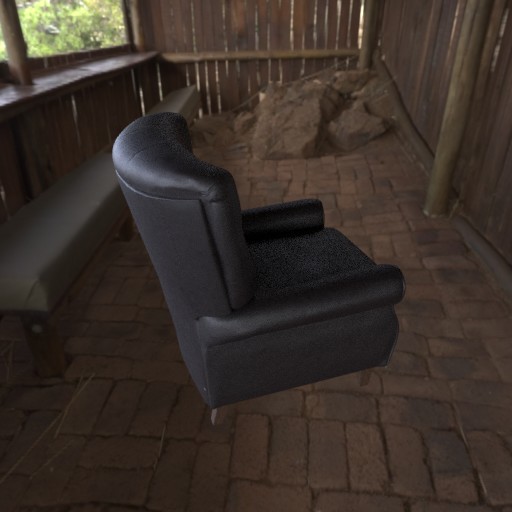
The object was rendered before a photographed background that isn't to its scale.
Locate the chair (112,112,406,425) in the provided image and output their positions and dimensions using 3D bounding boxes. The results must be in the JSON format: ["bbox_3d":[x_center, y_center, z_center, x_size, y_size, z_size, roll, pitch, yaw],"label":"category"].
[{"bbox_3d":[0.000,0.000,1.940,1.058,1.158,0.948,-9,31,-16],"label":"chair"}]
